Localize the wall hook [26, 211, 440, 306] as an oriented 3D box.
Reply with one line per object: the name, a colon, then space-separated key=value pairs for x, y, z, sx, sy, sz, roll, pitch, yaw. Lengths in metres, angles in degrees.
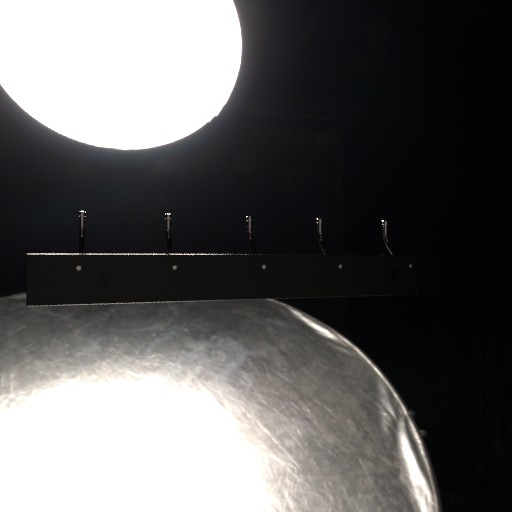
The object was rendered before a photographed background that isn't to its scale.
wall hook: x=0.000 y=0.000 z=0.625 sx=0.571 sy=0.117 sz=0.071 roll=0 pitch=0 yaw=-18
